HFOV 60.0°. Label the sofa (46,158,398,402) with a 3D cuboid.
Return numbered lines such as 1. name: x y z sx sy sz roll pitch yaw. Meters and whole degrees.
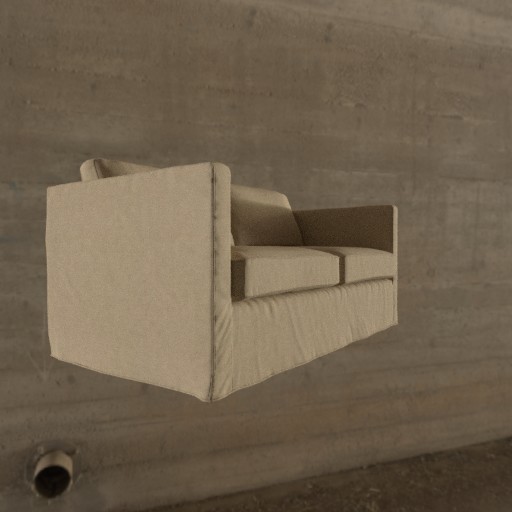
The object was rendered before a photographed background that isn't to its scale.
1. sofa: 0.000 0.000 2.250 0.962 0.835 1.719 1 1 36
